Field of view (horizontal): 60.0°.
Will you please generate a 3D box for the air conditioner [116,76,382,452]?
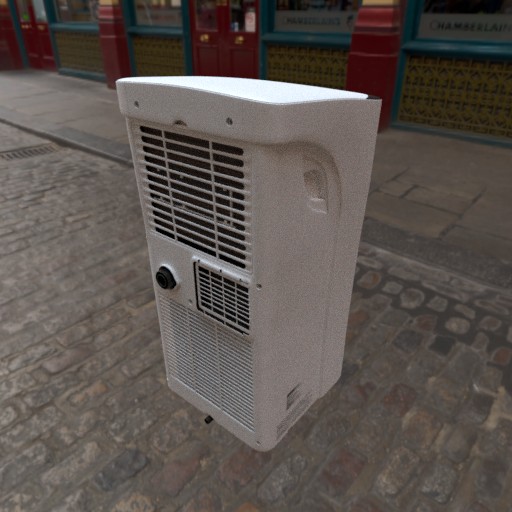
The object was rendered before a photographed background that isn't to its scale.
[{"bbox_3d":[0.000,0.000,0.927,0.352,0.716,0.369,22,35,34],"label":"air conditioner"}]
